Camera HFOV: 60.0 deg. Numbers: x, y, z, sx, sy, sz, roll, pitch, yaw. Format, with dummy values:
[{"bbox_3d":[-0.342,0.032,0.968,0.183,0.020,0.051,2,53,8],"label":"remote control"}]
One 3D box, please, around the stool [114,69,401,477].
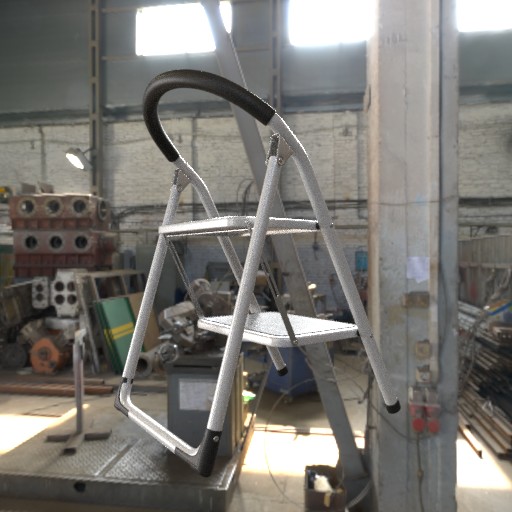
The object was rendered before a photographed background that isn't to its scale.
[{"bbox_3d":[0.000,0.000,1.090,0.559,0.760,0.453,0,0,-37],"label":"stool"}]
